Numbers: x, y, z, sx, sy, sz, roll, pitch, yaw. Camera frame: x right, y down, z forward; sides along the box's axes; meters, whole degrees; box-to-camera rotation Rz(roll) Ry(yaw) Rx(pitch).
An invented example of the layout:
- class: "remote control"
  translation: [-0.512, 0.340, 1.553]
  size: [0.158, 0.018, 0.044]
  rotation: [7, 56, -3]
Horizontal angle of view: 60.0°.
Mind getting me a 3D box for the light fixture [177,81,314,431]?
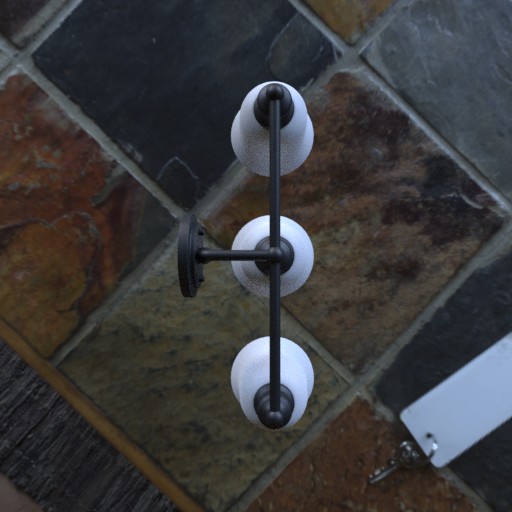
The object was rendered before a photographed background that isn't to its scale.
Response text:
- class: "light fixture"
  translation: [0.000, 0.000, 0.673]
  size: [0.198, 0.211, 0.570]
  rotation: [0, 90, 1]
